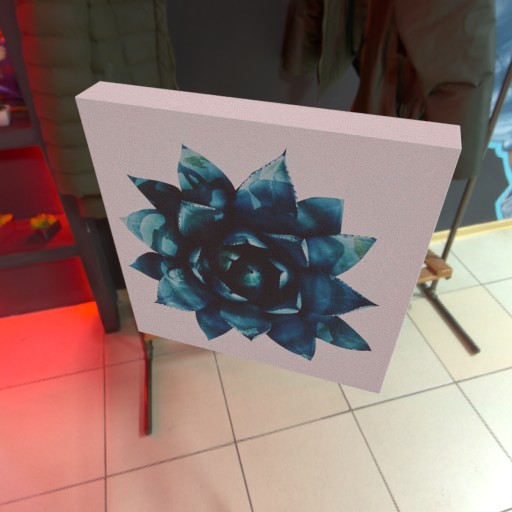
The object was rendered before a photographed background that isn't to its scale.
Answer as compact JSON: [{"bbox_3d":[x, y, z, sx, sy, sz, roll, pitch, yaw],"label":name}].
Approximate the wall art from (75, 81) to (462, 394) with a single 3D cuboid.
[{"bbox_3d":[0.000,0.000,0.449,0.305,0.305,0.038,12,43,13],"label":"wall art"}]
